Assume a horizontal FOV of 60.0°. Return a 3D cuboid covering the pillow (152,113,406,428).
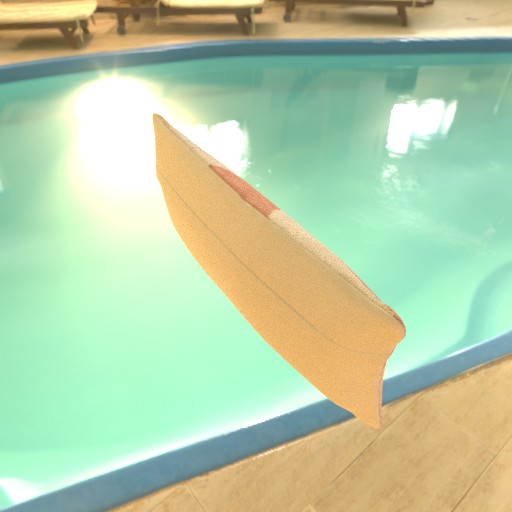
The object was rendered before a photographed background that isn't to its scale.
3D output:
[{"bbox_3d":[0.000,0.000,0.736,0.155,0.292,0.609,-24,47,-25],"label":"pillow"}]
